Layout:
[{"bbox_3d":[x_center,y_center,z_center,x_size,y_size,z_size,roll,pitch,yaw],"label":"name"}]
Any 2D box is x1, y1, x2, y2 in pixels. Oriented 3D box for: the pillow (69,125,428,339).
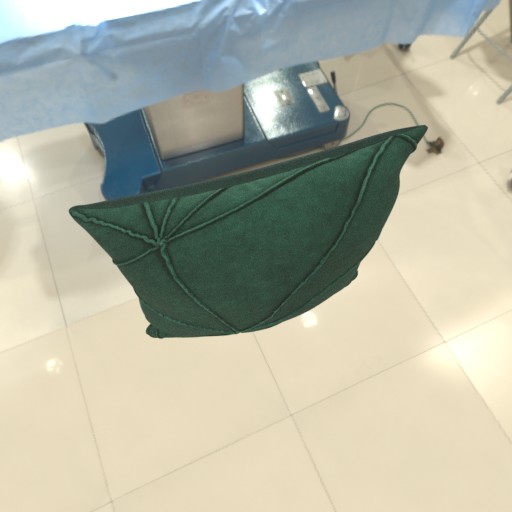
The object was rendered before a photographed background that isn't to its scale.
[{"bbox_3d":[0.000,0.000,0.692,0.439,0.440,0.184,-15,64,-8],"label":"pillow"}]
